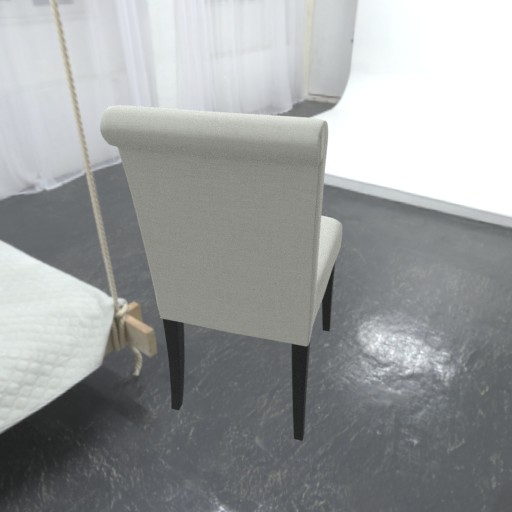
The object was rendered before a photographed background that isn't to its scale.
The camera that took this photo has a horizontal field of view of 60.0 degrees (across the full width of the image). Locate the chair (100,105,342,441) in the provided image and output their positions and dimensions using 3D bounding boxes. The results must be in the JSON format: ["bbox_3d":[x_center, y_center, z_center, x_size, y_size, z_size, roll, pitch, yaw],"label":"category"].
[{"bbox_3d":[0.000,0.000,1.344,0.452,0.976,0.708,8,31,14],"label":"chair"}]
